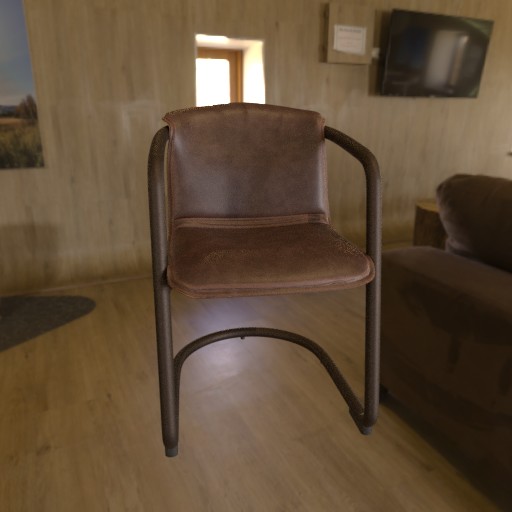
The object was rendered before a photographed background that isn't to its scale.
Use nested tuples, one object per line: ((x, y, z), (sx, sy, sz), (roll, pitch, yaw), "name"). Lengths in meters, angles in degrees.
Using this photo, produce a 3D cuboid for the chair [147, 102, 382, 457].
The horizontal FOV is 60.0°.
((0.000, 0.000, 1.244), (0.536, 0.836, 0.664), (-3, 17, -9), "chair")
